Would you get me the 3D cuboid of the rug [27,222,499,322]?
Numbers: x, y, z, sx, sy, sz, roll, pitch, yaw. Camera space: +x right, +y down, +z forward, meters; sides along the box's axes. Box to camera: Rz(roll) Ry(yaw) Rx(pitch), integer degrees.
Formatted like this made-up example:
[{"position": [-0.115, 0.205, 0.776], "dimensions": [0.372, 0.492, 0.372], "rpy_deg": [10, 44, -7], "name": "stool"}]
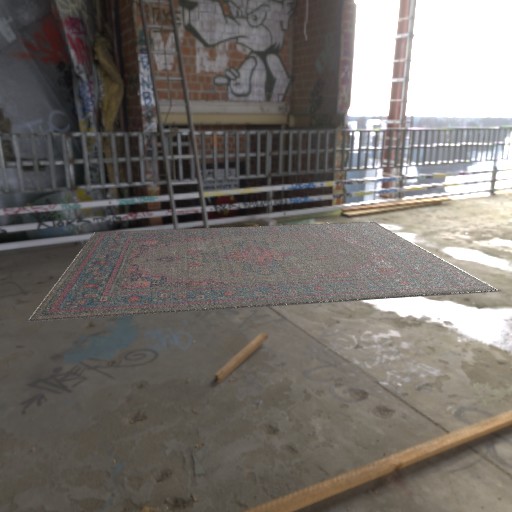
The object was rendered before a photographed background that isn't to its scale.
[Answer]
[{"position": [0.000, 0.000, 3.610], "dimensions": [2.890, 0.013, 2.005], "rpy_deg": [-3, 18, -9], "name": "rug"}]
